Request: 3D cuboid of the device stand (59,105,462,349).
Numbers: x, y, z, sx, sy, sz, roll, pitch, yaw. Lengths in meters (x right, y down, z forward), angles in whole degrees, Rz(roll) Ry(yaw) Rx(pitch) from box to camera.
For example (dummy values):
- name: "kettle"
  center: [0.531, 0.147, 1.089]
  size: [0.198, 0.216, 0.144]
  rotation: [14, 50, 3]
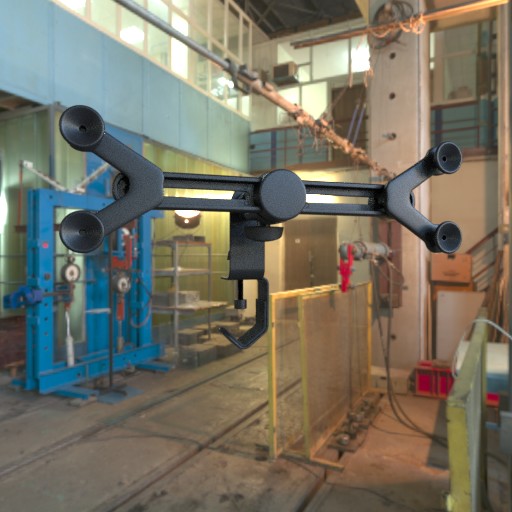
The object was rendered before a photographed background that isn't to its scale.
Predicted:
- name: "device stand"
  center: [0.000, 0.000, 0.348]
  size: [0.270, 0.166, 0.142]
  rotation: [0, 0, -18]
